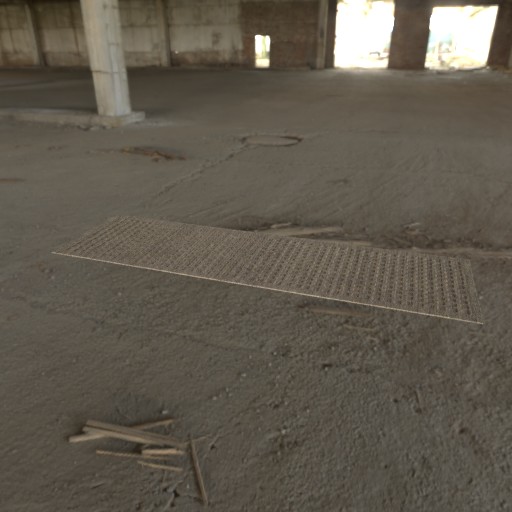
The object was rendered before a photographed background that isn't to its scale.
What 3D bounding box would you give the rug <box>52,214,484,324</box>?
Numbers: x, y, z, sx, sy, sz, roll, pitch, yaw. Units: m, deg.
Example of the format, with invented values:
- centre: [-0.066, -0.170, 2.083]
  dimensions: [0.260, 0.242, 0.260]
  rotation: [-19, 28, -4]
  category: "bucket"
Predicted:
- centre: [0.000, 0.000, 2.686]
  dimensions: [2.443, 0.009, 0.706]
  rotation: [8, 27, 17]
  category: "rug"
